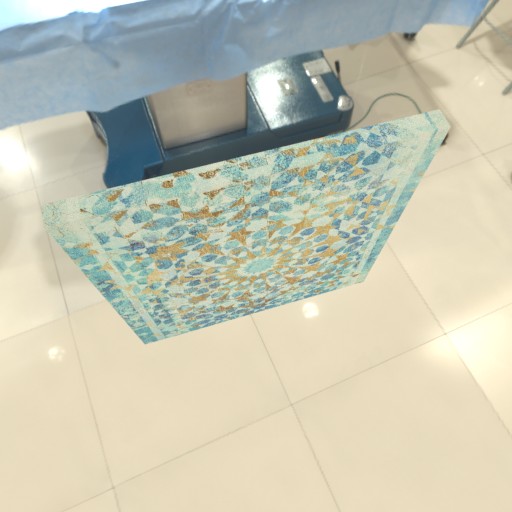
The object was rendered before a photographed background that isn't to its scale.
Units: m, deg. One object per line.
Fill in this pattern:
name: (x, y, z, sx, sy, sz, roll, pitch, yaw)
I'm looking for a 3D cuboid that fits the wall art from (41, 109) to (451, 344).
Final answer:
wall art: (0.000, 0.000, 0.916, 0.609, 0.609, 0.040, -15, 65, -7)
